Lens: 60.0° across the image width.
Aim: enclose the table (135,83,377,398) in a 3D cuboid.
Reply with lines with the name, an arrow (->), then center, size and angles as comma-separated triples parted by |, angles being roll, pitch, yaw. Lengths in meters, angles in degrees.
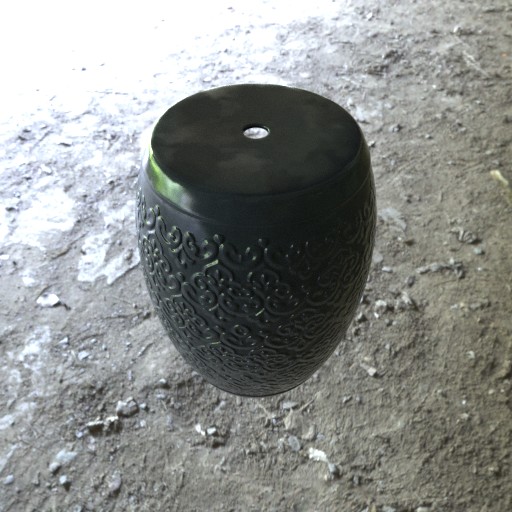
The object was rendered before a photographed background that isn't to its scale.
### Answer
table -> 0.000, 0.000, 0.621 | 0.309, 0.397, 0.309 | 0, 47, 0
